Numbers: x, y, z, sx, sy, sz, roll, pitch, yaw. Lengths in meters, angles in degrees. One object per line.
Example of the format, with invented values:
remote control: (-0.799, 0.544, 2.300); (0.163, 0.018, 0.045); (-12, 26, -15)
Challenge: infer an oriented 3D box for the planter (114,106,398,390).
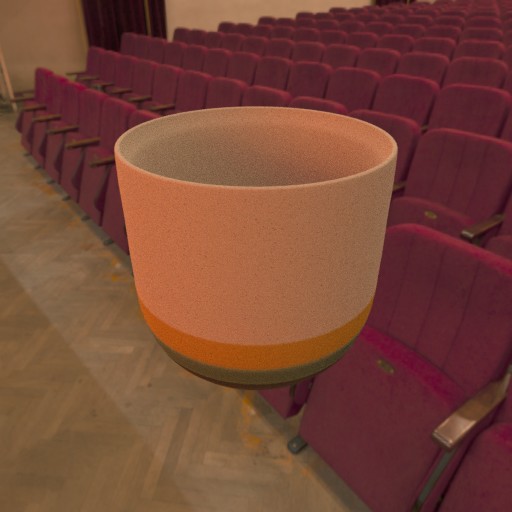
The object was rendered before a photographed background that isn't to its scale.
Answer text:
planter: (0.000, 0.000, 0.499); (0.268, 0.270, 0.268); (0, 31, 0)
